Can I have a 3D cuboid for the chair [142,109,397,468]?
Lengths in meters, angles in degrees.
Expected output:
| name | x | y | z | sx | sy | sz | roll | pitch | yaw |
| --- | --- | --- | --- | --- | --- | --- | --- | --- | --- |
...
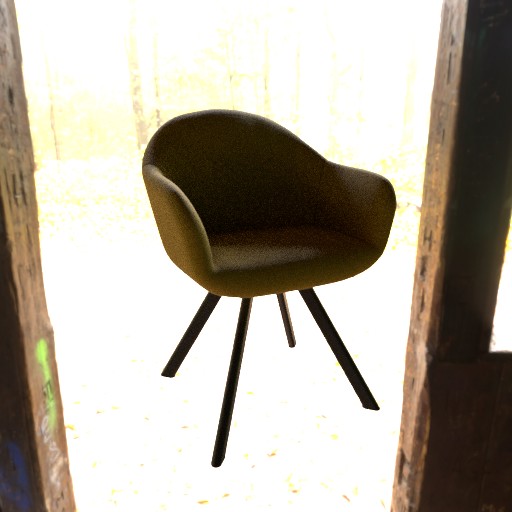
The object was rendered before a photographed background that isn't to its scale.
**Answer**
| name | x | y | z | sx | sy | sz | roll | pitch | yaw |
| --- | --- | --- | --- | --- | --- | --- | --- | --- | --- |
| chair | 0.000 | 0.000 | 1.231 | 0.590 | 0.795 | 0.550 | -8 | 17 | -26 |
